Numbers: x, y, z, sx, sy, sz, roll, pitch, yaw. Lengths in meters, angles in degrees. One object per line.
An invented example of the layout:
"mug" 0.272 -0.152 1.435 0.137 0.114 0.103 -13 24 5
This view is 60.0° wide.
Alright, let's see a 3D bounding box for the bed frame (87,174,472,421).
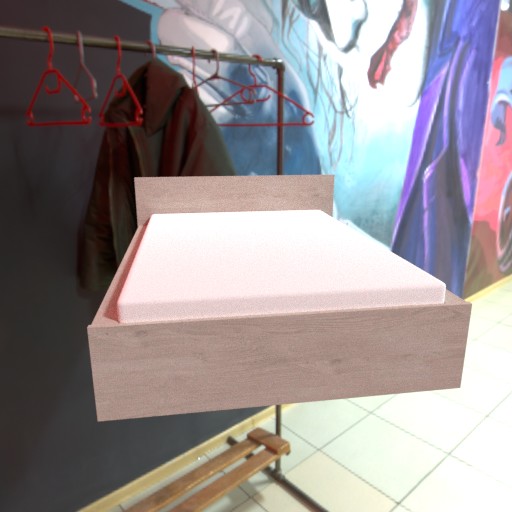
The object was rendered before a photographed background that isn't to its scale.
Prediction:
"bed frame" 0.000 0.000 2.766 1.622 0.800 1.960 -2 16 -8
